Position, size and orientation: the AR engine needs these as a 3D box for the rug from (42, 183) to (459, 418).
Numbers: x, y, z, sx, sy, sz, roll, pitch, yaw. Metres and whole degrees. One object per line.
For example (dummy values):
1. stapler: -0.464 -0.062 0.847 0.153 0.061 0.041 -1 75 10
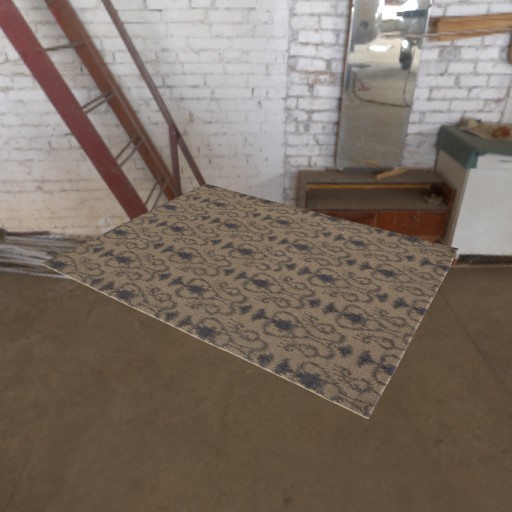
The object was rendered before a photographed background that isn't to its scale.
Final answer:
1. rug: 0.000 0.000 4.254 3.205 0.015 2.437 18 35 28
